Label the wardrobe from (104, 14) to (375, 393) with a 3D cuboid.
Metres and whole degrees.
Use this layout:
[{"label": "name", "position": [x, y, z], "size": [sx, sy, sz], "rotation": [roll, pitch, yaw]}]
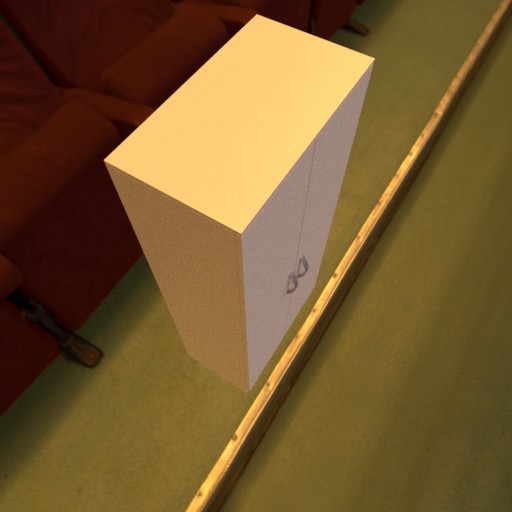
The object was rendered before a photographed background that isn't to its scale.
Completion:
[{"label": "wardrobe", "position": [0.000, 0.000, 2.001], "size": [0.470, 1.700, 0.760], "rotation": [29, 64, 15]}]
